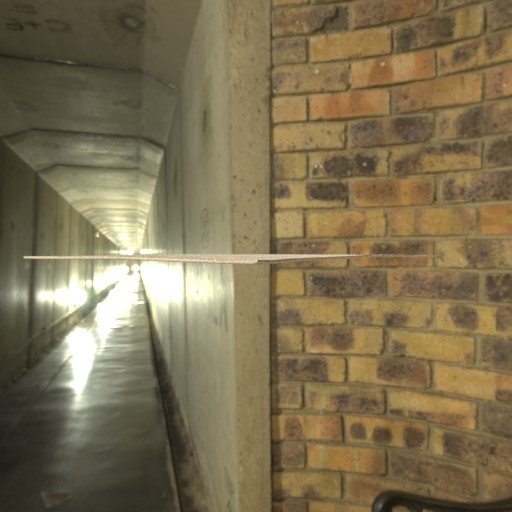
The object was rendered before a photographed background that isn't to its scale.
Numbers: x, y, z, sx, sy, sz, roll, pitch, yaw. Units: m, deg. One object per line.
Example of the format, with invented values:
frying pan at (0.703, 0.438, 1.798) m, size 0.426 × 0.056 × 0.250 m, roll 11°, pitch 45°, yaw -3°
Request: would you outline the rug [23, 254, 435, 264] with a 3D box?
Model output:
rug at (0.000, 0.000, 4.780) m, size 2.757 × 0.051 × 3.626 m, roll 0°, pitch 1°, yaw 37°
